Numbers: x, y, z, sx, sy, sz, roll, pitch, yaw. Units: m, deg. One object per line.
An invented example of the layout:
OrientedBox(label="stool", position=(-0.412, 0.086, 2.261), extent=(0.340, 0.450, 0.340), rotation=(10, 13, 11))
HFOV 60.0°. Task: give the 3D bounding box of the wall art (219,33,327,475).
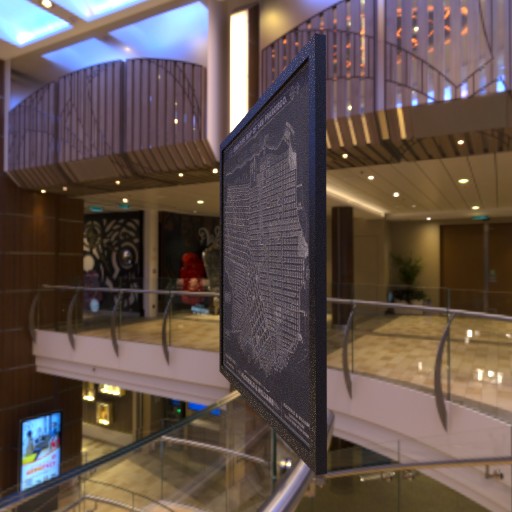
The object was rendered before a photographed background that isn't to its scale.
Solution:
OrientedBox(label="wall art", position=(0.000, 0.000, 1.197), extent=(0.022, 0.807, 0.807), rotation=(0, -1, -17))
